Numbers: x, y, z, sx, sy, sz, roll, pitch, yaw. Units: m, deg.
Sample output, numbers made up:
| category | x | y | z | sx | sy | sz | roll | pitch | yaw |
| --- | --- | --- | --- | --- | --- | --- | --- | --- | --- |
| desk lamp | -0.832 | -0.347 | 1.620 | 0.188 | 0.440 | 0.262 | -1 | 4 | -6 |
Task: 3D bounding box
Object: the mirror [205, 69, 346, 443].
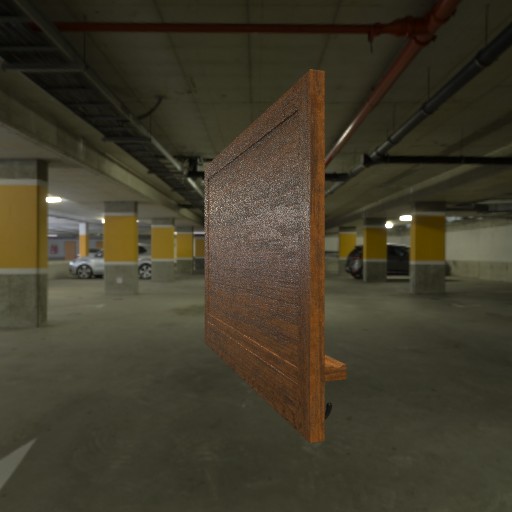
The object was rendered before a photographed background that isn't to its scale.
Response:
| category | x | y | z | sx | sy | sz | roll | pitch | yaw |
| --- | --- | --- | --- | --- | --- | --- | --- | --- | --- |
| mirror | 0.000 | 0.000 | 1.007 | 0.084 | 0.537 | 0.758 | 0 | 0 | -18 |
